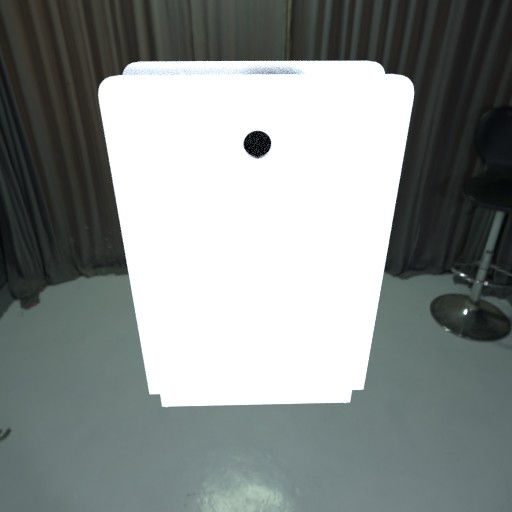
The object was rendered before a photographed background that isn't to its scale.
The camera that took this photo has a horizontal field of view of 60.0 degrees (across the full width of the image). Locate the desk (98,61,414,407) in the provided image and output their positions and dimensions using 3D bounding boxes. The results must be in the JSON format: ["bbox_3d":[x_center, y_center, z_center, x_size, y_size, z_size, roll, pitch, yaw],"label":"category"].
[{"bbox_3d":[0.000,0.000,1.509,0.795,1.190,0.278,-1,30,-1],"label":"desk"}]
